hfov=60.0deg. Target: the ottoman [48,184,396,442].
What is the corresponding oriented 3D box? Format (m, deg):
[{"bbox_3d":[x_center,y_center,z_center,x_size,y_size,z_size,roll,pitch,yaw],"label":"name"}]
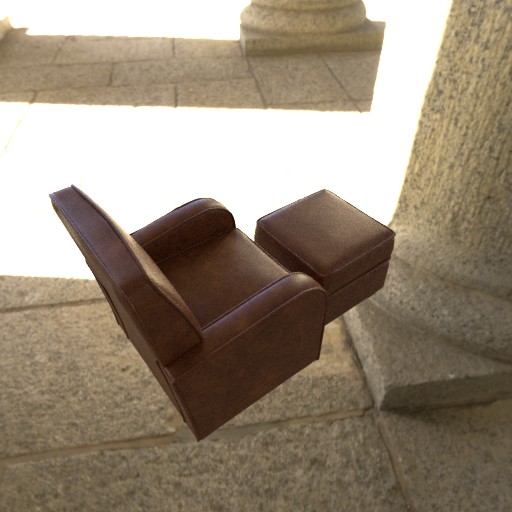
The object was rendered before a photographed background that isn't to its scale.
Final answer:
[{"bbox_3d":[0.000,0.000,1.883,1.314,0.904,0.732,-27,49,-27],"label":"ottoman"}]
